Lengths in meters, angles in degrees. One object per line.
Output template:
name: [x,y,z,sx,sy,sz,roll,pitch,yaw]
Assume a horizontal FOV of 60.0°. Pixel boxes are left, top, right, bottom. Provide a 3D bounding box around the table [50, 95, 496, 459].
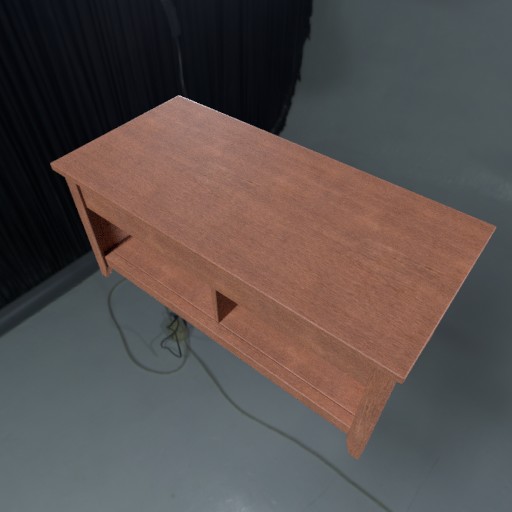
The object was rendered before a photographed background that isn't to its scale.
table: [0.000,0.000,1.261,1.016,0.457,0.483,30,53,25]
